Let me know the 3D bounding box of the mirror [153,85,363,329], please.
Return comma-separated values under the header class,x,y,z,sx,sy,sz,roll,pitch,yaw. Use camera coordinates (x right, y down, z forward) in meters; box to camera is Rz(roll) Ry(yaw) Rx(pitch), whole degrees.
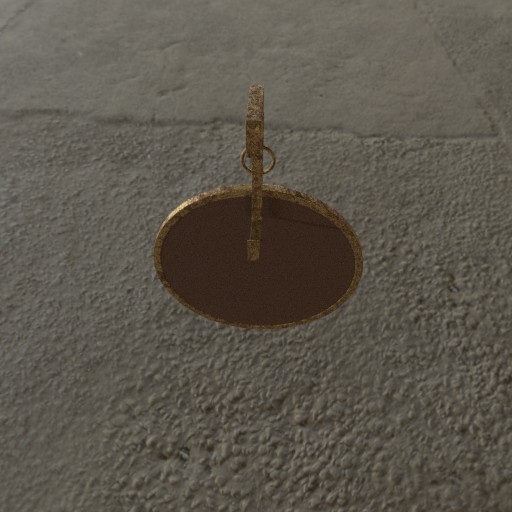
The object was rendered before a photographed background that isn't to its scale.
class,x,y,z,sx,sy,sz,roll,pitch,yaw
mirror,0.000,0.000,0.849,0.447,0.651,0.144,2,47,2
